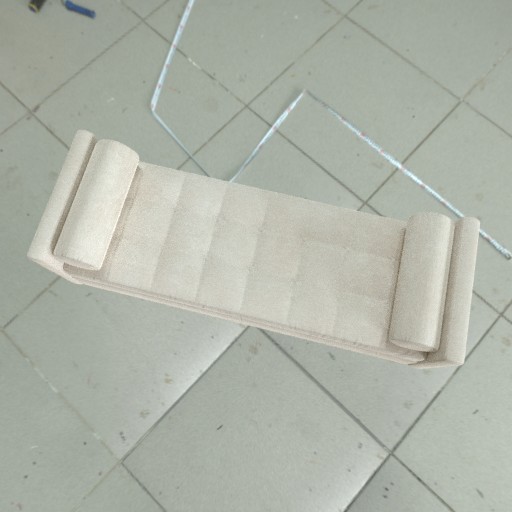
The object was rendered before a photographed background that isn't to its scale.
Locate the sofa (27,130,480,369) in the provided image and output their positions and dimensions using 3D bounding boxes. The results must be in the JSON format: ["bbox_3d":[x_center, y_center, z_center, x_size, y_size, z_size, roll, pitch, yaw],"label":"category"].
[{"bbox_3d":[0.000,0.000,2.311,1.981,0.635,0.686,13,74,4],"label":"sofa"}]
